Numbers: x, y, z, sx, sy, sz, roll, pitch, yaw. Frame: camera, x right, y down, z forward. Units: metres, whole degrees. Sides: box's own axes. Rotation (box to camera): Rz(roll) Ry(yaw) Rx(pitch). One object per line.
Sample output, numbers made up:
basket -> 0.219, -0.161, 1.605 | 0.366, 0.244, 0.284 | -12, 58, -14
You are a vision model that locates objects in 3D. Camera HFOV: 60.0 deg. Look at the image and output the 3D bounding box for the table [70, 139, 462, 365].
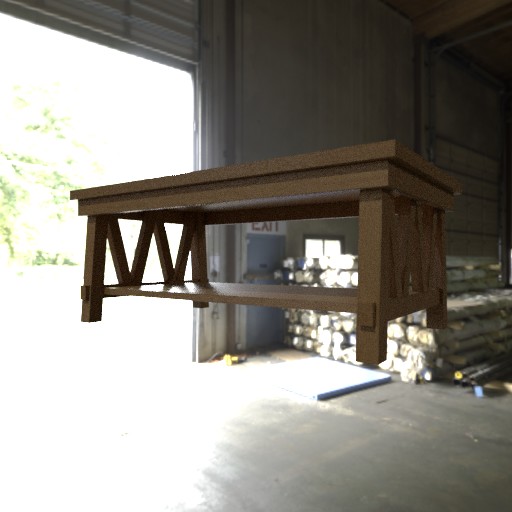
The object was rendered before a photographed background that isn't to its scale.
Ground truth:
table -> 0.000, 0.000, 1.637 | 1.270, 0.507, 0.711 | 0, 0, 36
